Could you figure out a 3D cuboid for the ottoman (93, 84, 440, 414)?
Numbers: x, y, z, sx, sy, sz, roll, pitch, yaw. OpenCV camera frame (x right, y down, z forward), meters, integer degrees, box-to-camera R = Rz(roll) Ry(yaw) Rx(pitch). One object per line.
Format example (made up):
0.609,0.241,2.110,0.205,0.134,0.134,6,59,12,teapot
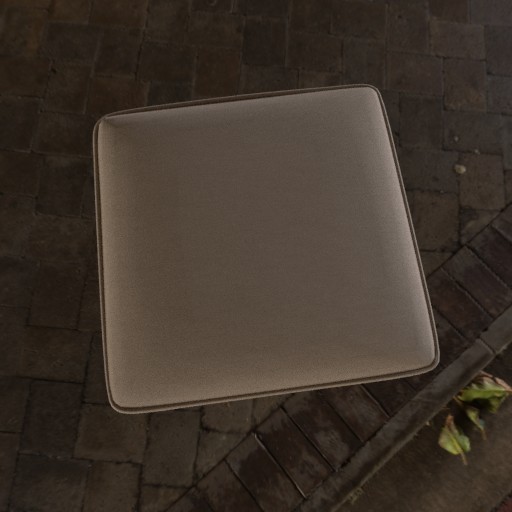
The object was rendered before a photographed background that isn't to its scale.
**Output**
0.000,0.000,1.027,0.616,0.438,0.613,-7,76,-2,ottoman
